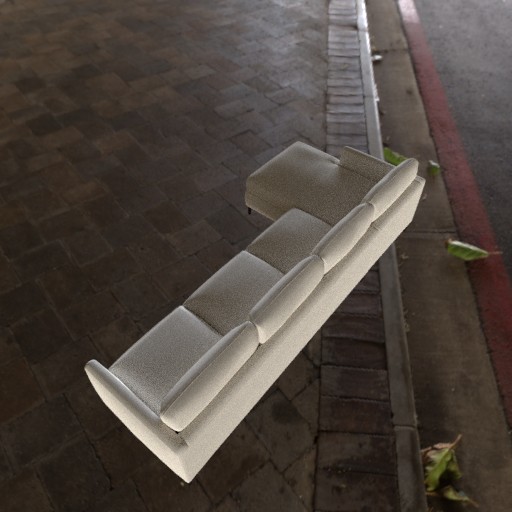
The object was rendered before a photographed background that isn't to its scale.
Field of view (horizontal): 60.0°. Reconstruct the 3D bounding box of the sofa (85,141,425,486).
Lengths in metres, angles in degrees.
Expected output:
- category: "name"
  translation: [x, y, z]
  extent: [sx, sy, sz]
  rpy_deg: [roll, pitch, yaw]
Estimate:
- category: "sofa"
  translation: [0.000, 0.000, 3.685]
  extent: [1.467, 0.875, 3.186]
  rpy_deg: [31, 55, 25]
